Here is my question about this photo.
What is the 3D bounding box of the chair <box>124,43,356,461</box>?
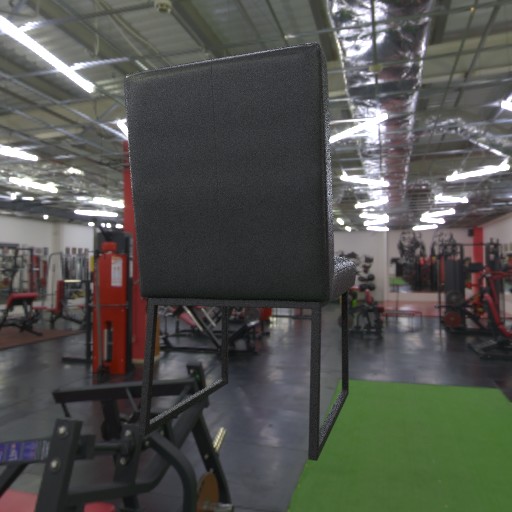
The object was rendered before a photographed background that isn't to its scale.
[{"bbox_3d":[0.000,0.000,1.315,0.520,0.930,0.634,-1,-2,19],"label":"chair"}]
